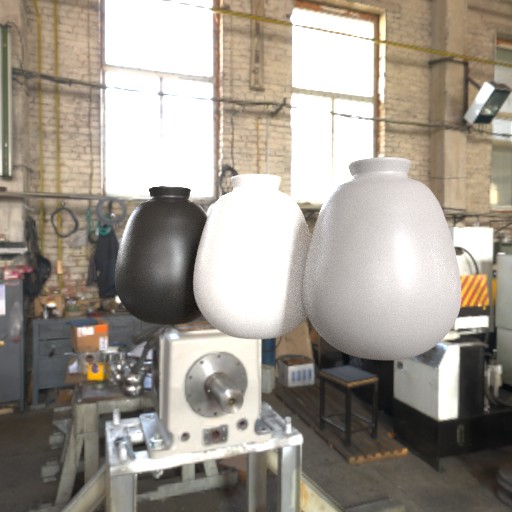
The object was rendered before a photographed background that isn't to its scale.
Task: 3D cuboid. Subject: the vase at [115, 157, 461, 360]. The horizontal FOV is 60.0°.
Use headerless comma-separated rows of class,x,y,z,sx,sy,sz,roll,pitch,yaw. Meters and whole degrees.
vase,0.000,0.000,0.347,0.297,0.122,0.097,1,1,38
